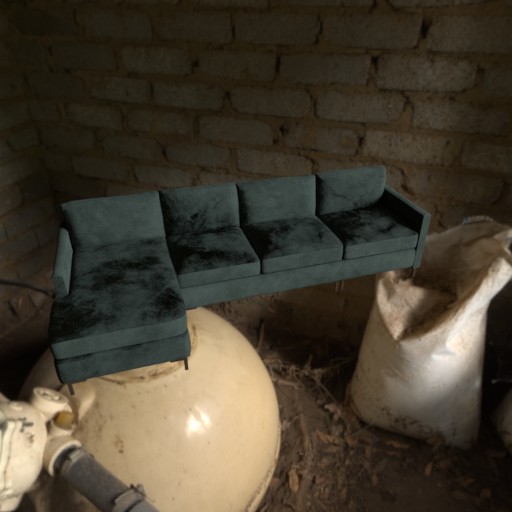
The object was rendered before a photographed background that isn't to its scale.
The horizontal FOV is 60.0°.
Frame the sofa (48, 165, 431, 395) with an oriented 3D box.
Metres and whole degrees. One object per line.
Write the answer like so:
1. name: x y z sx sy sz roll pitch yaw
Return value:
1. sofa: 0.000 0.000 4.007 3.400 0.967 1.500 -9 32 -15
